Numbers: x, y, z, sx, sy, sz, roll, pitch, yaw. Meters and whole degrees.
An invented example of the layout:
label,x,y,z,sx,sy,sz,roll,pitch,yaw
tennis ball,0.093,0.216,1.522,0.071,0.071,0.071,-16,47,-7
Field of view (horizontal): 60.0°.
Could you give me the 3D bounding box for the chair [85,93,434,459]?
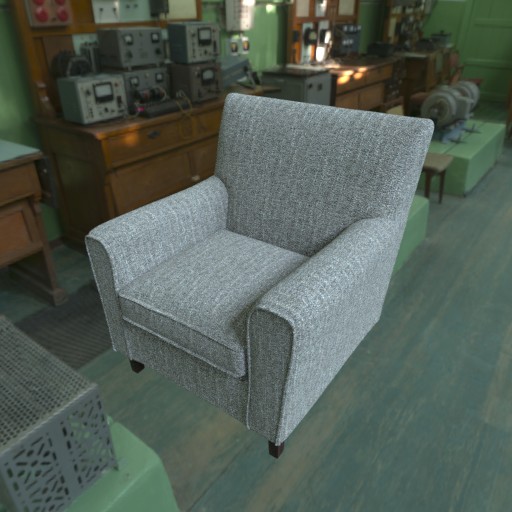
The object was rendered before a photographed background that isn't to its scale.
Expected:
label,x,y,z,sx,sy,sz,roll,pitch,yaw
chair,0.000,0.000,1.614,0.864,0.928,0.873,19,35,30
